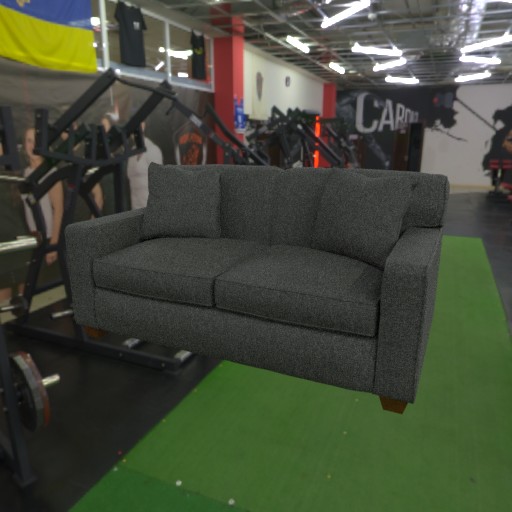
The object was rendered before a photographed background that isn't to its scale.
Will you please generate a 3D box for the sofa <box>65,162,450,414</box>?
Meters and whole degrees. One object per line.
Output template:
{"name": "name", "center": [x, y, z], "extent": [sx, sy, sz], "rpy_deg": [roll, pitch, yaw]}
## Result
{"name": "sofa", "center": [0.000, 0.000, 2.427], "extent": [1.846, 0.958, 0.998], "rpy_deg": [7, 17, 24]}
